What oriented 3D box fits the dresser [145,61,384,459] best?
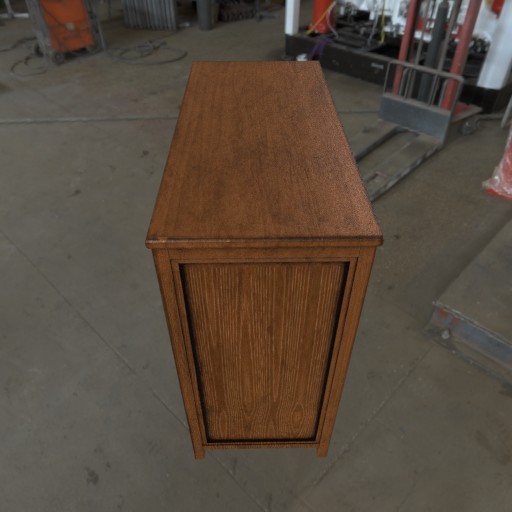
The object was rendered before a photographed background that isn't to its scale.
[{"bbox_3d":[0.000,0.000,1.920,0.591,1.224,1.250,-1,42,-1],"label":"dresser"}]
